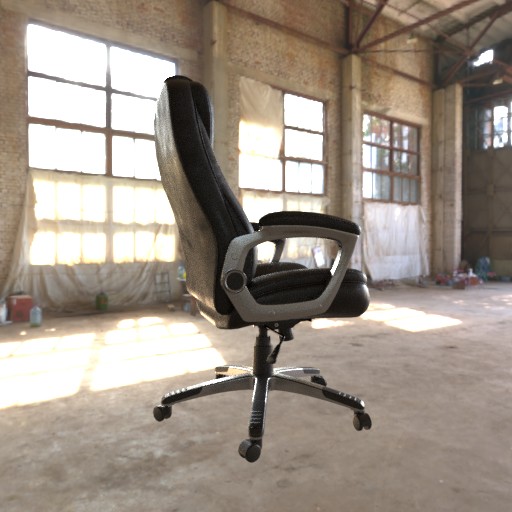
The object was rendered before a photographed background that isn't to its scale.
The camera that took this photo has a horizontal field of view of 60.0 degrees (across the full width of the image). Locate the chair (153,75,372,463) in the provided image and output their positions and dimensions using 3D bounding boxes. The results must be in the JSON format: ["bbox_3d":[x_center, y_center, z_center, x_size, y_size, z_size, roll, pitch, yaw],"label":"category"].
[{"bbox_3d":[0.000,0.000,1.516,0.689,1.075,0.697,0,2,-17],"label":"chair"}]
